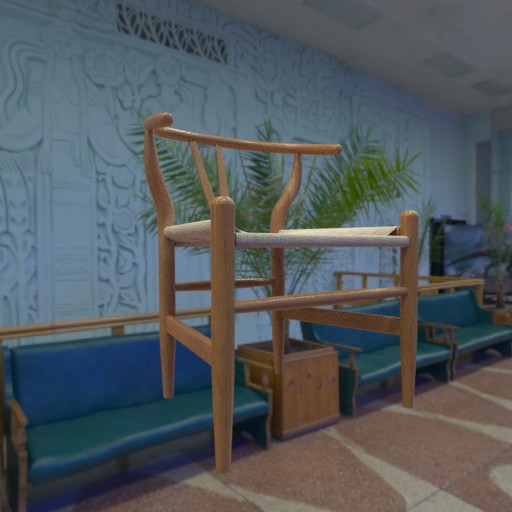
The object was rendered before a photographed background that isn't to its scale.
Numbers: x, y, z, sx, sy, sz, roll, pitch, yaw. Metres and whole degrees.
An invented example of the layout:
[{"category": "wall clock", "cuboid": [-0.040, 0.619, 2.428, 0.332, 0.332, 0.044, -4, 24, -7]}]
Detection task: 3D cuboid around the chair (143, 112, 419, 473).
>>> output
[{"category": "chair", "cuboid": [0.000, 0.000, 1.136, 0.569, 0.730, 0.579, -1, 2, -36]}]
